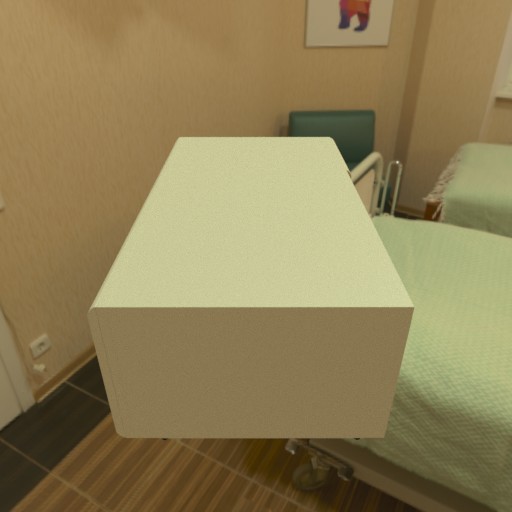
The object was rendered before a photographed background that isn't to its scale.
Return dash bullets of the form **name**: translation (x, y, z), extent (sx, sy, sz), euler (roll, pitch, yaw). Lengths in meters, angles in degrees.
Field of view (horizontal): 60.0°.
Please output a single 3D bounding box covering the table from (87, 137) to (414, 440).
- **table**: translation (0.000, 0.000, 1.407), extent (0.639, 0.442, 1.097), euler (0, 31, 0)
